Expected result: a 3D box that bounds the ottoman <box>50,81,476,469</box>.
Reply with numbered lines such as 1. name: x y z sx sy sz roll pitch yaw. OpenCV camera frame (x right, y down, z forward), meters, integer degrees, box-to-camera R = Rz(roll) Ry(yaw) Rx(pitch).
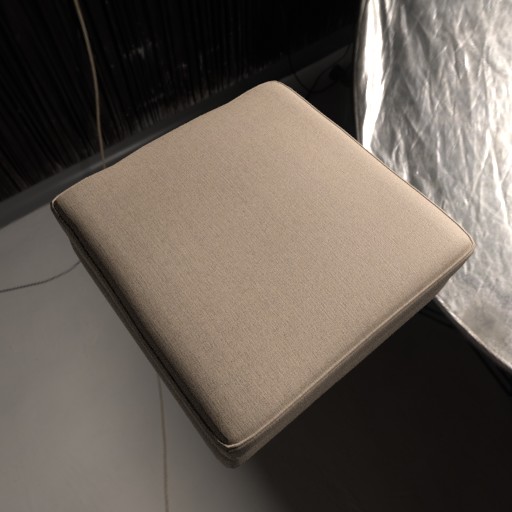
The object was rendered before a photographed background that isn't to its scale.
1. ottoman: 0.000 0.000 1.324 0.838 0.481 0.838 -35 66 -18
